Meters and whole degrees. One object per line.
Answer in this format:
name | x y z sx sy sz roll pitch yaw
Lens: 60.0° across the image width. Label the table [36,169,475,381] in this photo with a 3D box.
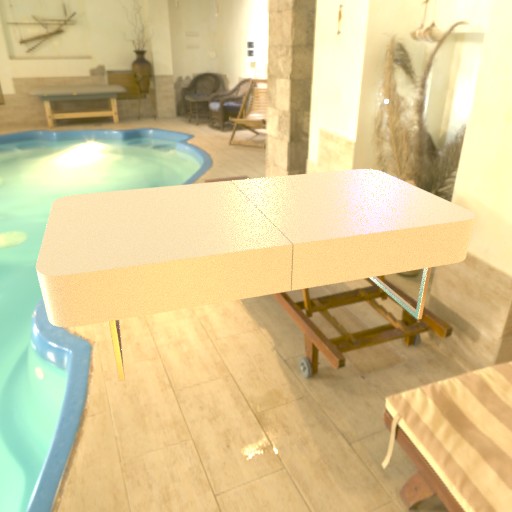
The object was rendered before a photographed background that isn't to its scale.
table | 0.000 0.000 1.443 1.200 0.340 0.600 -8 27 -16
